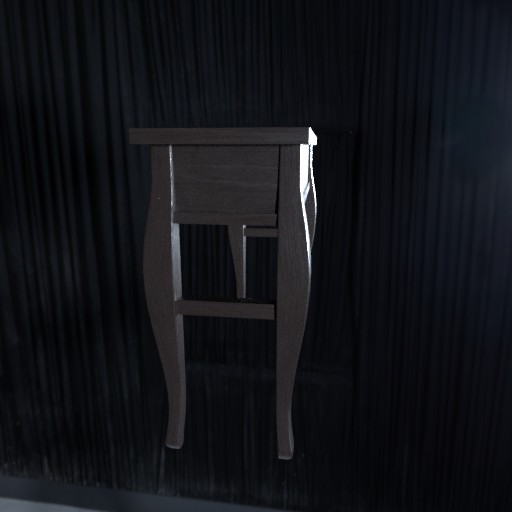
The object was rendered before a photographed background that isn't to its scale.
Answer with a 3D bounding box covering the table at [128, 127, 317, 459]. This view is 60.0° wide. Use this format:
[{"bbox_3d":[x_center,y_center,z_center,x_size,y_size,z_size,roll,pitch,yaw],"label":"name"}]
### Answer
[{"bbox_3d":[0.000,0.000,1.450,0.373,0.768,1.062,2,14,8],"label":"table"}]
